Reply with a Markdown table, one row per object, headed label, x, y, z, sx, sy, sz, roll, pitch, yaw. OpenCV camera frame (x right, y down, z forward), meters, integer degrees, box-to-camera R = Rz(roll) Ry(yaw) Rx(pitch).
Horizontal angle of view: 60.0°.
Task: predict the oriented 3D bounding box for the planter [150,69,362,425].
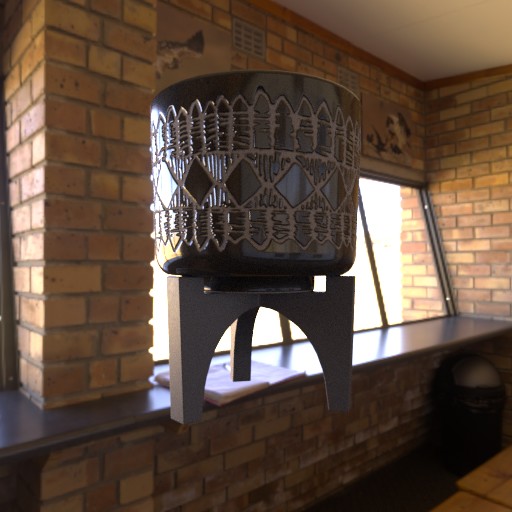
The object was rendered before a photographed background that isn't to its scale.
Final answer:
| label | x | y | z | sx | sy | sz | roll | pitch | yaw |
| --- | --- | --- | --- | --- | --- | --- | --- | --- | --- |
| planter | 0.000 | 0.000 | 0.275 | 0.129 | 0.177 | 0.129 | 0 | -1 | 0 |
